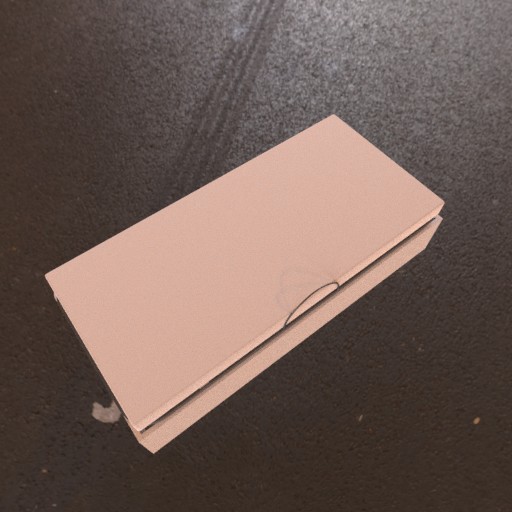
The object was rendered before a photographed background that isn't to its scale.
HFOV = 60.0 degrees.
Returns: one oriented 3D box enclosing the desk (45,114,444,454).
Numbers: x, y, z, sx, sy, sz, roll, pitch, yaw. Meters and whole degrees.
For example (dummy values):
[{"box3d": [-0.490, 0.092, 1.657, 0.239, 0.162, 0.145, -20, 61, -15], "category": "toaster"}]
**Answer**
[{"box3d": [0.000, 0.000, 2.356, 1.900, 0.526, 0.900, -33, 64, -19], "category": "desk"}]
